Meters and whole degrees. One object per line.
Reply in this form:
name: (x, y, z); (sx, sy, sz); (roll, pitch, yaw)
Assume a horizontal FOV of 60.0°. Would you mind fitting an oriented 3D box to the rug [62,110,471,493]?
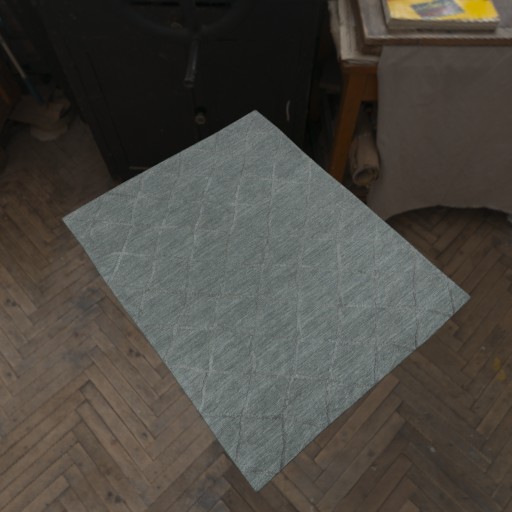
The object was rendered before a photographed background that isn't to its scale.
rug: (0.000, 0.000, 4.090); (2.438, 0.013, 3.048); (-35, 66, -18)
